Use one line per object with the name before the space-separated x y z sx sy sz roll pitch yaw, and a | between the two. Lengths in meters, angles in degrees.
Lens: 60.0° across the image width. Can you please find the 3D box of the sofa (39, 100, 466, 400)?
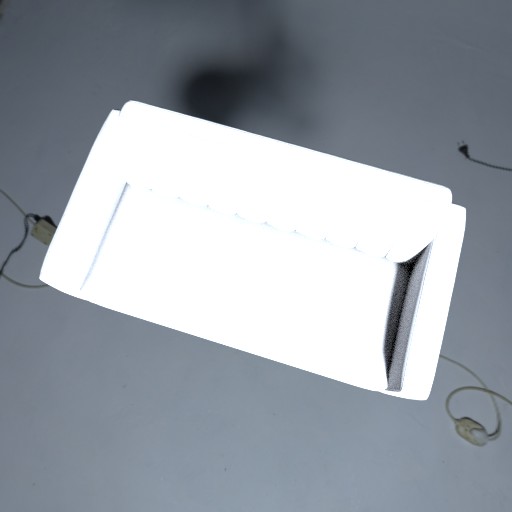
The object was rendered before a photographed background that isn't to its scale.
sofa | 0.000 0.000 2.351 1.895 0.814 0.969 17 76 4
